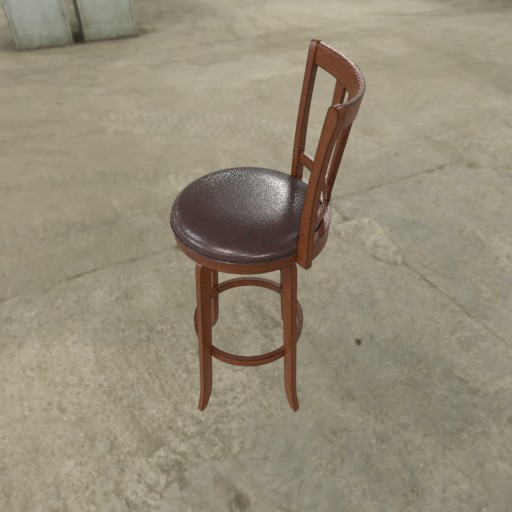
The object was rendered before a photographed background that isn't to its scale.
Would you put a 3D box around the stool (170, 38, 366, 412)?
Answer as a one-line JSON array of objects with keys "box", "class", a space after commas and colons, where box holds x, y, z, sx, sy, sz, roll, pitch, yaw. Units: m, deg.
[{"box": [0.000, 0.000, 1.421, 0.503, 1.177, 0.464, 0, 42, 0], "class": "stool"}]
